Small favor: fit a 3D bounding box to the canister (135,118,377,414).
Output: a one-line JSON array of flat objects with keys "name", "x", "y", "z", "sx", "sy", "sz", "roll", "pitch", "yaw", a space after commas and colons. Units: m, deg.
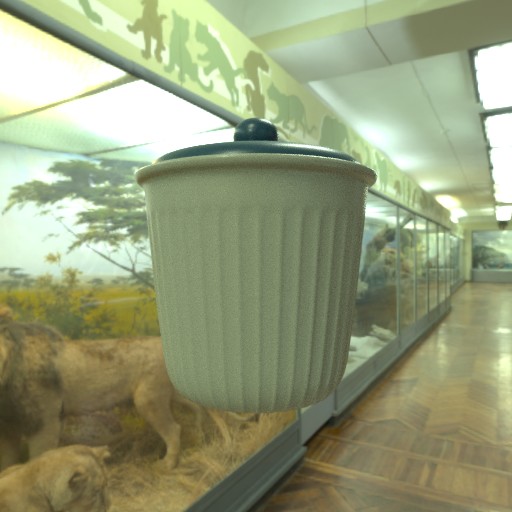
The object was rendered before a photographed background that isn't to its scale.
[{"name": "canister", "x": 0.000, "y": 0.000, "z": 0.343, "sx": 0.181, "sy": 0.211, "sz": 0.181, "roll": 0, "pitch": 0, "yaw": 0}]
